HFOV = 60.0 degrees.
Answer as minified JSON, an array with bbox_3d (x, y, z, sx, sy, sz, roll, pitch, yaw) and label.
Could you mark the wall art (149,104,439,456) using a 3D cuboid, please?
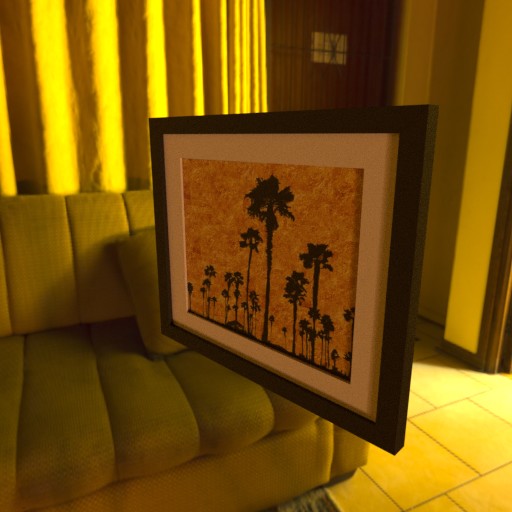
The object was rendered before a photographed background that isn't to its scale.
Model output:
[{"bbox_3d":[0.000,0.000,0.748,0.561,0.460,0.028,14,21,42],"label":"wall art"}]
